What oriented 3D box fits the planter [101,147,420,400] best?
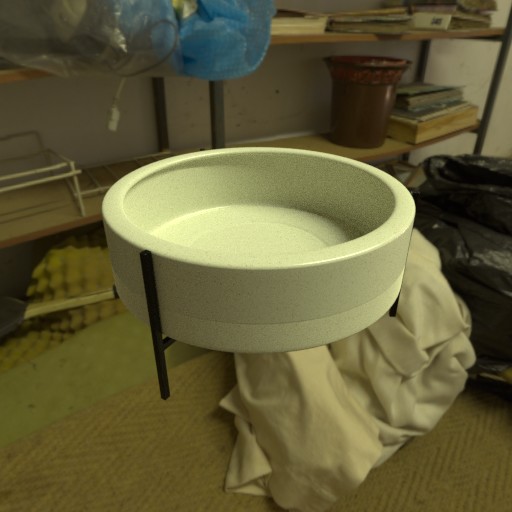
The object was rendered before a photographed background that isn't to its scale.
[{"bbox_3d":[0.000,0.000,0.532,0.336,0.171,0.345,18,34,28],"label":"planter"}]
